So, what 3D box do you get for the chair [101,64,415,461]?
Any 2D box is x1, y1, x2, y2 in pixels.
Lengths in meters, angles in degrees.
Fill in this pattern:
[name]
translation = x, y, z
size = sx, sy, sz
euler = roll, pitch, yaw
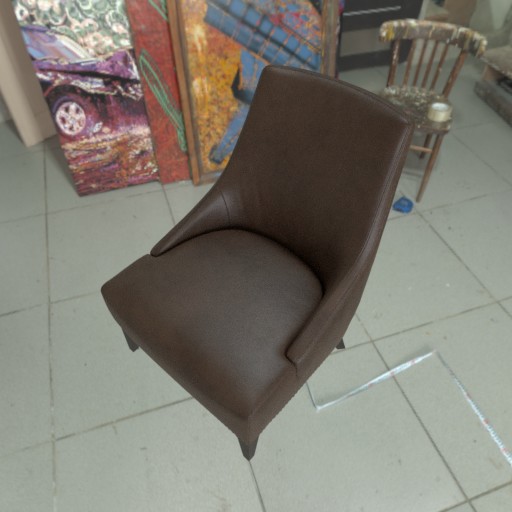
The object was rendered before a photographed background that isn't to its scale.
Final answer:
[chair]
translation = 0.000, 0.000, 1.481
size = 0.701, 0.909, 0.861
euler = 33, 55, 27
